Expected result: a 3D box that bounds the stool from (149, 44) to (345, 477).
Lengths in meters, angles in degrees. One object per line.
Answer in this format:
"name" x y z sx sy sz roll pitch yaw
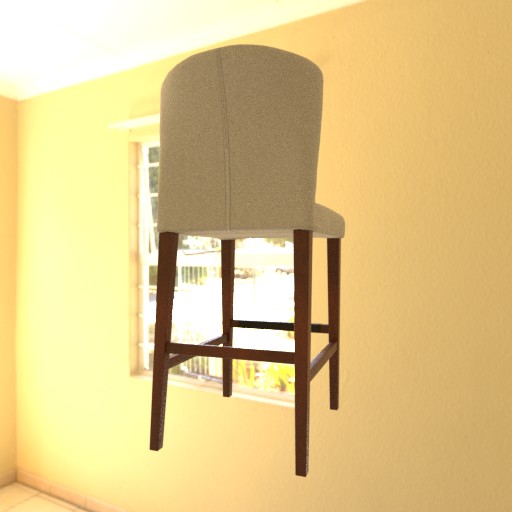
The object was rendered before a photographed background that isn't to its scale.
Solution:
"stool" 0.000 0.000 1.385 0.479 1.069 0.568 0 0 20
